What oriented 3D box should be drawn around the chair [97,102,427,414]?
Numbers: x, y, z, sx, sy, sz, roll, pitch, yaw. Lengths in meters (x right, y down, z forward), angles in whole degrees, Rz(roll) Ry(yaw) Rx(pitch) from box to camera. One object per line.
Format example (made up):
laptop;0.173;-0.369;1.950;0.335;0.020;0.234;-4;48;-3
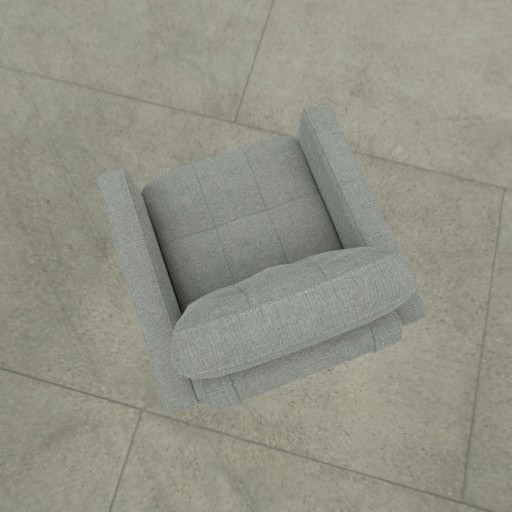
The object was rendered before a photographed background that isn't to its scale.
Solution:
chair;0.000;0.000;1.491;0.821;0.880;0.843;-20;76;-5
